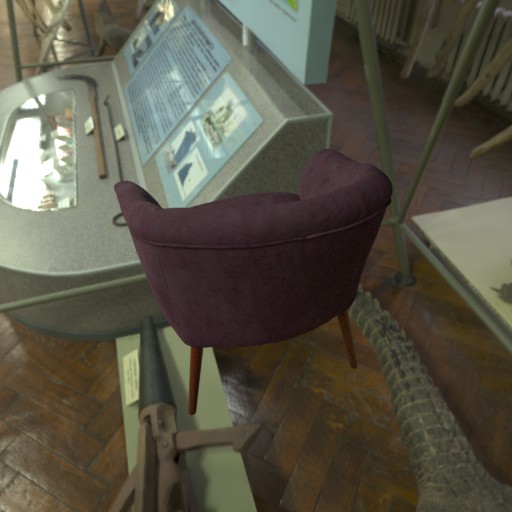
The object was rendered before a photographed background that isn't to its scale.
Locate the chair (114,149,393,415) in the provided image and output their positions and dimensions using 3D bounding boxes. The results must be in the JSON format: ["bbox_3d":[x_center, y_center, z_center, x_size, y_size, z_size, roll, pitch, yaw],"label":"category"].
[{"bbox_3d":[0.000,0.000,1.545,0.851,0.885,0.776,-12,43,-13],"label":"chair"}]
